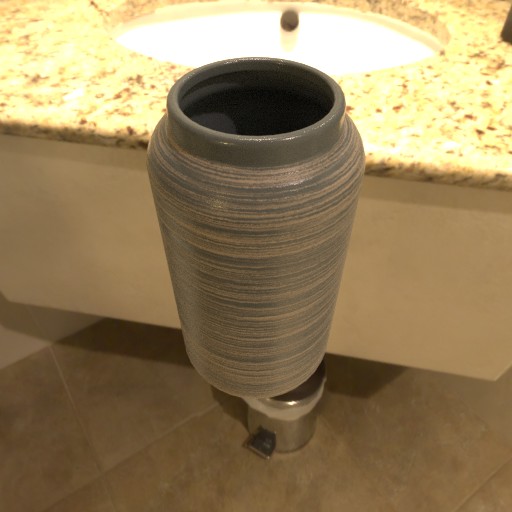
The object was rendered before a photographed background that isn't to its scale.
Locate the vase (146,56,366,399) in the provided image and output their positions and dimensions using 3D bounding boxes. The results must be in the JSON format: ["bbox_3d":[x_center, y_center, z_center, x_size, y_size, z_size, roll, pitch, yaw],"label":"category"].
[{"bbox_3d":[0.000,0.000,0.297,0.116,0.230,0.116,0,47,0],"label":"vase"}]
